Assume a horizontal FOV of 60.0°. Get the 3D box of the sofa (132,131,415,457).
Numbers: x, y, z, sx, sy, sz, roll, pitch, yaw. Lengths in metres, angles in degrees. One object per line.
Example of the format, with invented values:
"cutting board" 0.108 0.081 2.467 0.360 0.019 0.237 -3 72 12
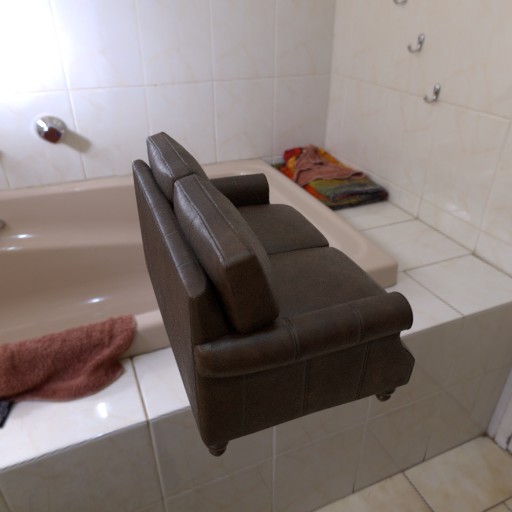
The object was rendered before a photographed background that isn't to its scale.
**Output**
"sofa" 0.000 0.000 2.255 0.990 0.976 1.616 -11 32 -18
